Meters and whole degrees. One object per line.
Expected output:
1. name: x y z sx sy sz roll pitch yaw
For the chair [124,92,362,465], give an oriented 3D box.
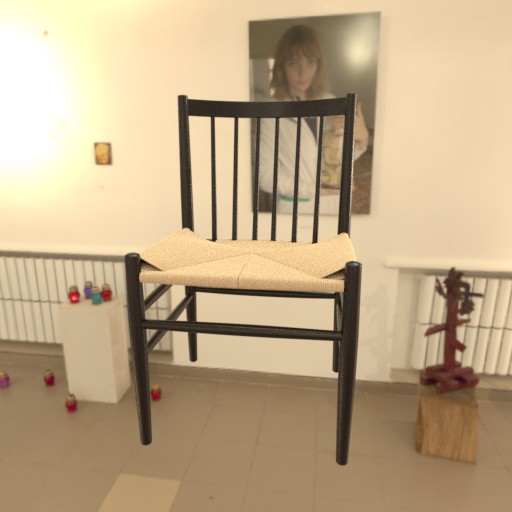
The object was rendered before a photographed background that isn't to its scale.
1. chair: 0.000 0.000 1.147 0.495 0.818 0.516 2 15 8
